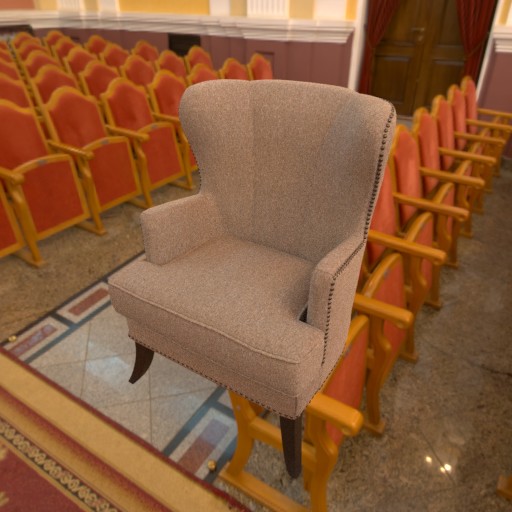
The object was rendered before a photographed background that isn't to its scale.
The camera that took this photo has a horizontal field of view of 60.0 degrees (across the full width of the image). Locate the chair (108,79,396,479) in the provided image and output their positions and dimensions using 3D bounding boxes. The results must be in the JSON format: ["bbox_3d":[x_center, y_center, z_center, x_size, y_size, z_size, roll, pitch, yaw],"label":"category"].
[{"bbox_3d":[0.000,0.000,1.564,0.759,1.060,0.758,18,36,28],"label":"chair"}]
